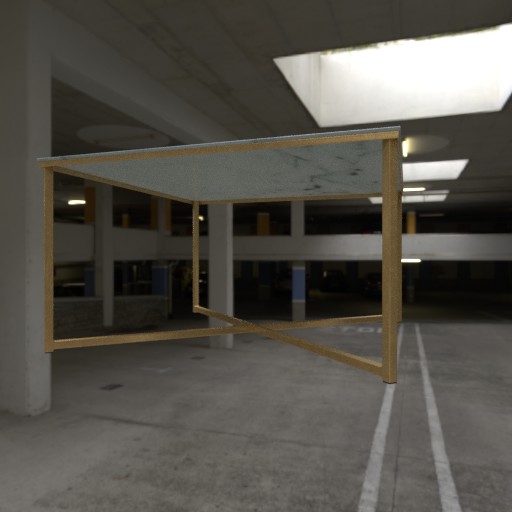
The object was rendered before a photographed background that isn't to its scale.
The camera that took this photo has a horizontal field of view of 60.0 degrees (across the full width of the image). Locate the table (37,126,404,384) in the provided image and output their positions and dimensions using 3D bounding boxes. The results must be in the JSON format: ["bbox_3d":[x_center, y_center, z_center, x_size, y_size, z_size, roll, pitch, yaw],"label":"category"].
[{"bbox_3d":[0.000,0.000,1.273,0.800,0.450,0.800,0,0,19],"label":"table"}]
